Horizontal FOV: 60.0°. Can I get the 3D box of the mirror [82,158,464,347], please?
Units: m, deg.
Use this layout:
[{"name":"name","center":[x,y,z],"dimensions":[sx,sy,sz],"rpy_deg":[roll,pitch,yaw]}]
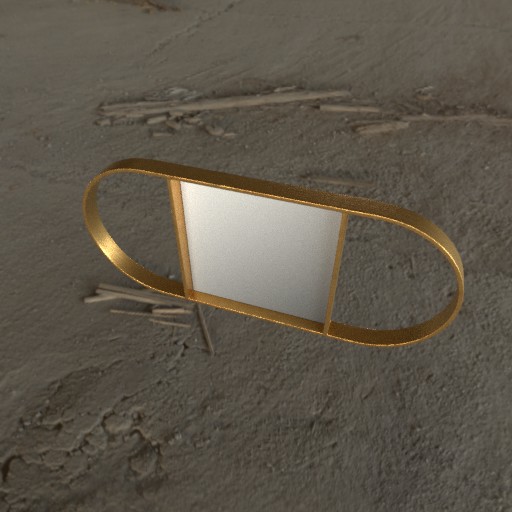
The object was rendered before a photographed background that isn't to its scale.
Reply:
[{"name":"mirror","center":[0.000,0.000,0.671],"dimensions":[0.584,0.254,0.032],"rpy_deg":[13,44,14]}]
